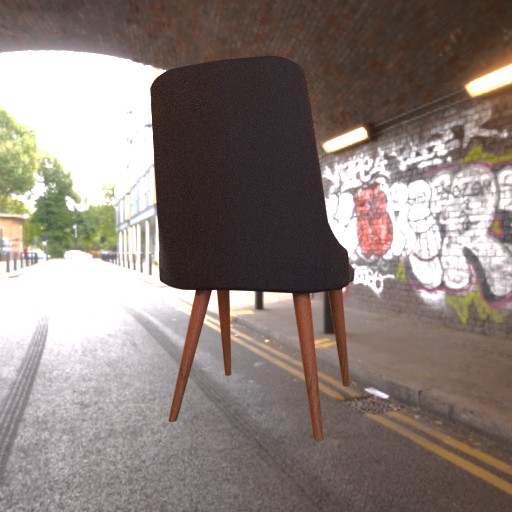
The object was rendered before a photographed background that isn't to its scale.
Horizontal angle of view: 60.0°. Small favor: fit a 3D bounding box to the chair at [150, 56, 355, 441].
[{"bbox_3d":[0.000,0.000,1.187,0.504,0.820,0.567,0,1,17],"label":"chair"}]
